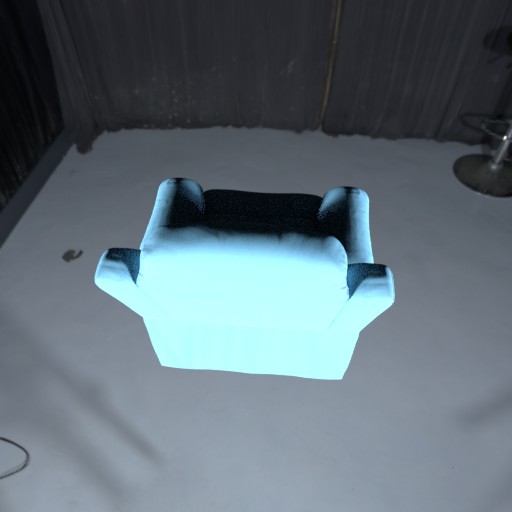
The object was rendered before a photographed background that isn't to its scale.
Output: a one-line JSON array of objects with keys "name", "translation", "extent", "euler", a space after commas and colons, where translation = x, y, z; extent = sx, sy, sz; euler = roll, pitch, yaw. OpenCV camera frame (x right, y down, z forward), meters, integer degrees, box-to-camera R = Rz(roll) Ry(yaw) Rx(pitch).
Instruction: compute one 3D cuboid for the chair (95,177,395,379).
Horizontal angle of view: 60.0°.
[{"name": "chair", "translation": [0.000, 0.000, 1.285], "extent": [0.680, 0.702, 0.709], "euler": [4, 47, 3]}]
